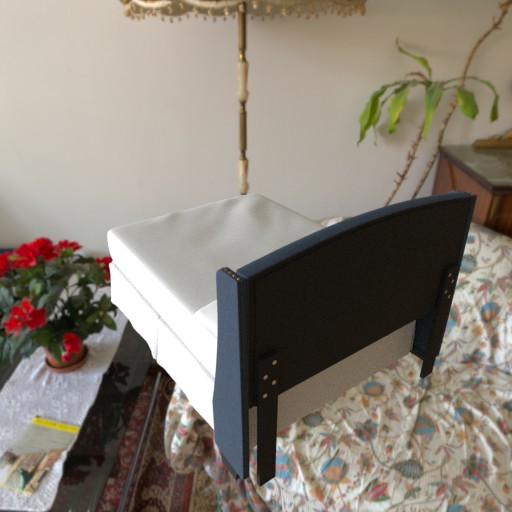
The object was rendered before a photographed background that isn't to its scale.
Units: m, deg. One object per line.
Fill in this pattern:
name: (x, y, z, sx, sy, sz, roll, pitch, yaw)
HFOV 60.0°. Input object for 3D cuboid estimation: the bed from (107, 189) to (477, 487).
bed: (0.000, 0.000, 3.278, 1.710, 1.407, 2.237, -19, 34, -31)
